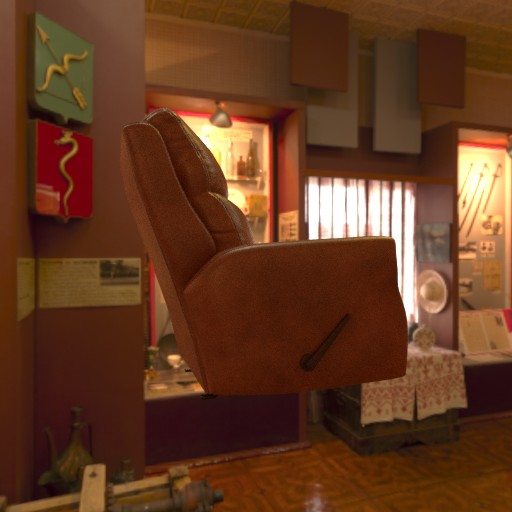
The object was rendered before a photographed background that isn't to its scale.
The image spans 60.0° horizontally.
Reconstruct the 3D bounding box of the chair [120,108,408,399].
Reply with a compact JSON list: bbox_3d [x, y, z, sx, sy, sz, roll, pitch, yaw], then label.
[{"bbox_3d":[0.000,0.000,1.833,1.072,1.016,0.821,0,0,-17],"label":"chair"}]
